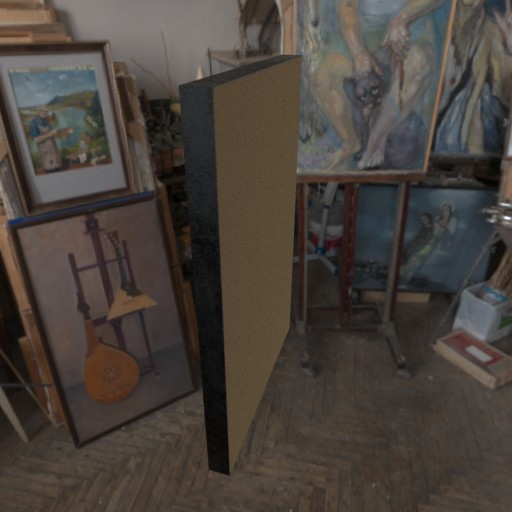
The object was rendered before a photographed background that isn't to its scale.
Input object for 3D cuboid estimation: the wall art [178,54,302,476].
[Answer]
[{"bbox_3d":[0.000,0.000,0.578,0.031,0.457,0.313,9,30,15],"label":"wall art"}]
